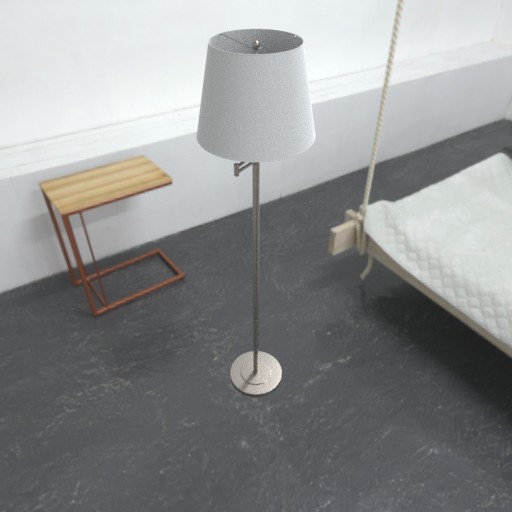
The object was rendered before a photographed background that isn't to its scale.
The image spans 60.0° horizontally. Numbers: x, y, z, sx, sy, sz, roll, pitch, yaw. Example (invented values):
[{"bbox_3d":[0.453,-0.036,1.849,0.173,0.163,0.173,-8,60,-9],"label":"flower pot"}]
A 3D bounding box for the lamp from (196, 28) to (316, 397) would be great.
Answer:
[{"bbox_3d":[0.000,0.000,1.635,0.355,1.473,0.355,0,40,0],"label":"lamp"}]
